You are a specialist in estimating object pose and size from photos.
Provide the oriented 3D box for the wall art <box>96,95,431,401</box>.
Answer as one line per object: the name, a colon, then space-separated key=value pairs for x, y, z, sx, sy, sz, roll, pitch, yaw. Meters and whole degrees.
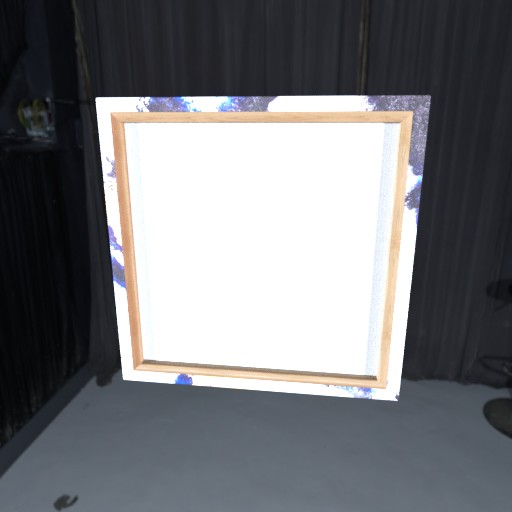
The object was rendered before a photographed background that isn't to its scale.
wall art: x=0.000 y=0.000 z=1.307 sx=0.887 sy=0.885 sz=0.038 roll=2 pitch=17 yaw=7
